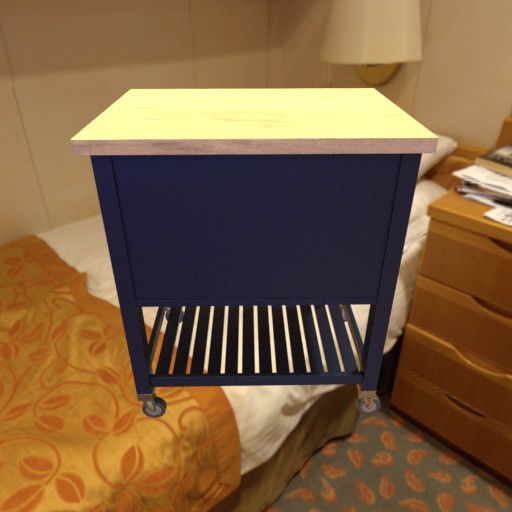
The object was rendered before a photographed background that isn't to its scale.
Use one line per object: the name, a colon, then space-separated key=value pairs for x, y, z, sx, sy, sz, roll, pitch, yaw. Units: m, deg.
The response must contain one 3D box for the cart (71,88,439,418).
cart: x=0.000 y=0.000 z=1.424 sx=0.797 sy=0.920 sz=0.567 roll=-1 pitch=31 yaw=-1
